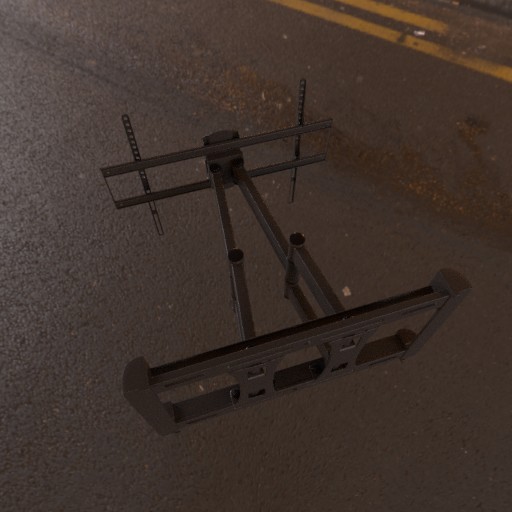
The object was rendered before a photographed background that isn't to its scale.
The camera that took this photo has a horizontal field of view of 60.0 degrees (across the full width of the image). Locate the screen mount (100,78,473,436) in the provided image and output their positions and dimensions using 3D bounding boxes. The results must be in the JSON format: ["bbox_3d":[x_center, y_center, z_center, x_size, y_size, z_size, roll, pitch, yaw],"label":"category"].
[{"bbox_3d":[0.000,0.000,1.115,0.661,0.491,0.644,-15,59,-9],"label":"screen mount"}]
